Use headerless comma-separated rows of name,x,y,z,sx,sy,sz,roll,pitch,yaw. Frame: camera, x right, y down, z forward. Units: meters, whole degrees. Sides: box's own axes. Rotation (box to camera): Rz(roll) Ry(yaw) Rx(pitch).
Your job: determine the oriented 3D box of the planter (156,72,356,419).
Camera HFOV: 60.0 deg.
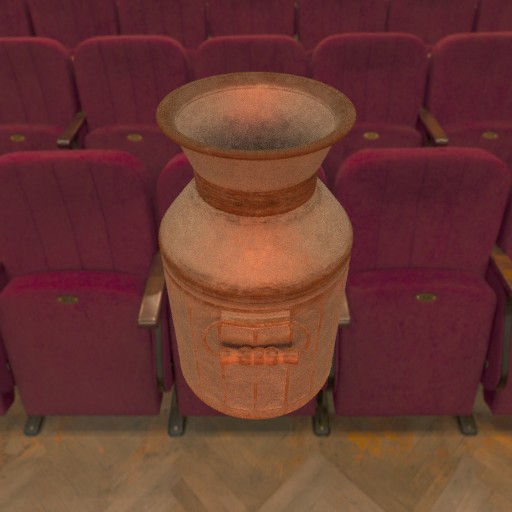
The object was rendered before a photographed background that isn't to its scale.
planter,0.000,0.000,0.513,0.215,0.358,0.248,0,42,0
